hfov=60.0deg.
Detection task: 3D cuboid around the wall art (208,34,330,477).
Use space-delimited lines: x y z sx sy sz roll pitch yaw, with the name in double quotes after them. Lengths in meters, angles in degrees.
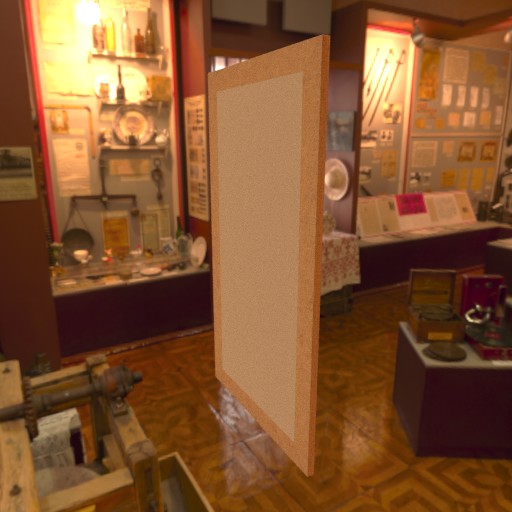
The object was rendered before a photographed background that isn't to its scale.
0.000 0.000 0.828 0.013 0.683 0.381 -8 16 -28 "wall art"
